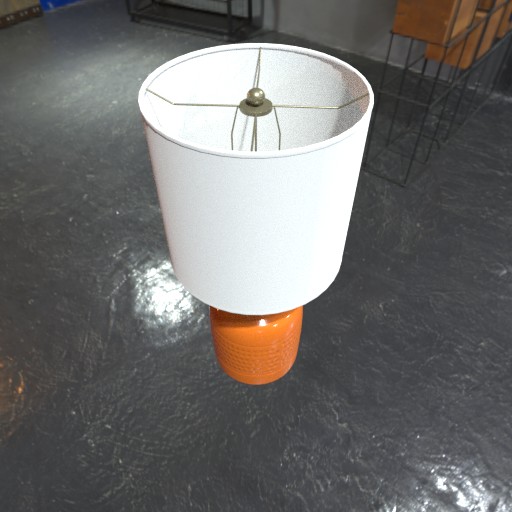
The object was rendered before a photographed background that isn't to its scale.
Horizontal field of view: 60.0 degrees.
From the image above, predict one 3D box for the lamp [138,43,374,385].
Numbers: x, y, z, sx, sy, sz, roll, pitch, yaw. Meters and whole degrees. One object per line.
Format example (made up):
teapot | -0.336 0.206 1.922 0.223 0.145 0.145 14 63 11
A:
lamp | 0.000 0.000 1.112 0.418 0.871 0.418 33 54 27
